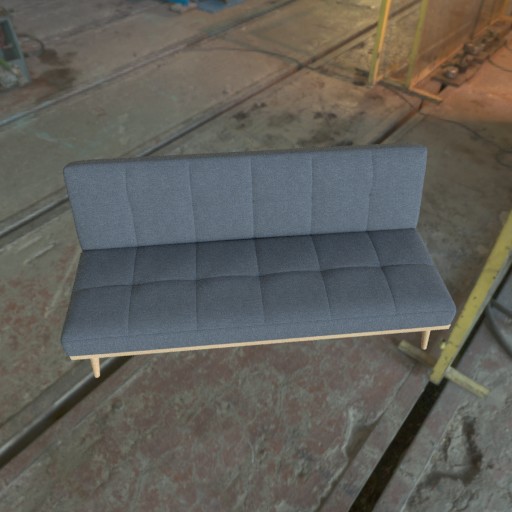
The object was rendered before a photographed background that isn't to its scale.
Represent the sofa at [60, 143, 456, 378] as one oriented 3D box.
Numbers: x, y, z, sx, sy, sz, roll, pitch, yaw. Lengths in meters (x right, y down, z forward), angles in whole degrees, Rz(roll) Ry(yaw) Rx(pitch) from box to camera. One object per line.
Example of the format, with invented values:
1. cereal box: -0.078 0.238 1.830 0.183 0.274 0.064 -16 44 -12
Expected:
1. sofa: 0.000 0.000 2.223 1.820 0.770 0.820 -4 47 -4
